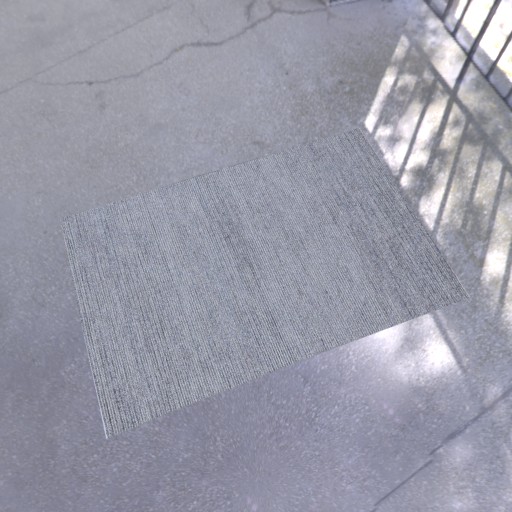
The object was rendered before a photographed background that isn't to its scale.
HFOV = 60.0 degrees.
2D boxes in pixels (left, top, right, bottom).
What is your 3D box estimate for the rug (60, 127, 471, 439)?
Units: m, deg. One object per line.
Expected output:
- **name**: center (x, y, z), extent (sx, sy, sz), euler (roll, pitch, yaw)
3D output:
- **rug**: center (0.000, 0.000, 2.240), extent (1.789, 0.021, 1.159), euler (-19, 65, -9)
